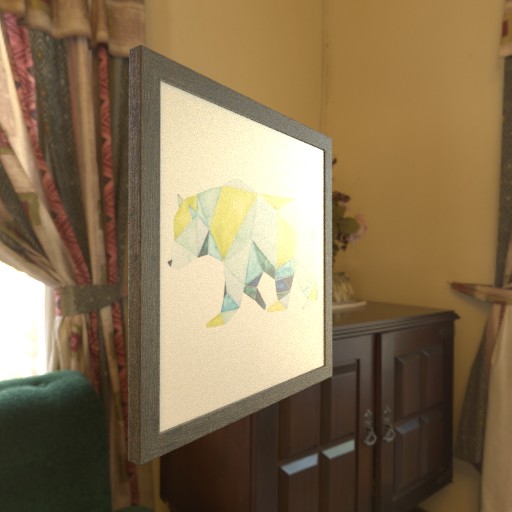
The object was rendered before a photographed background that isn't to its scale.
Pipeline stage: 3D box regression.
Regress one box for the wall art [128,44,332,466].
[{"bbox_3d":[0.000,0.000,0.677,0.027,0.459,0.462,0,-1,36],"label":"wall art"}]
